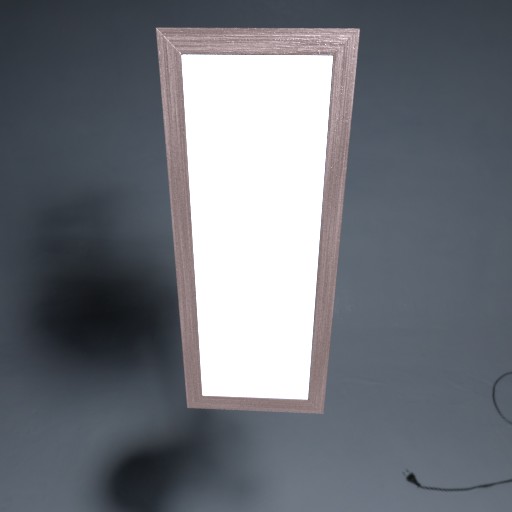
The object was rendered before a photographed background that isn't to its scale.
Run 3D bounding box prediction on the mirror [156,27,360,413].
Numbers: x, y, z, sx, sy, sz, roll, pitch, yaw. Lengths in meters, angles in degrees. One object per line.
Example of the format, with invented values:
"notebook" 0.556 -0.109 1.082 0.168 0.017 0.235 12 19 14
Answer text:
"mirror" 0.000 0.000 2.214 0.812 2.020 0.221 2 31 3
